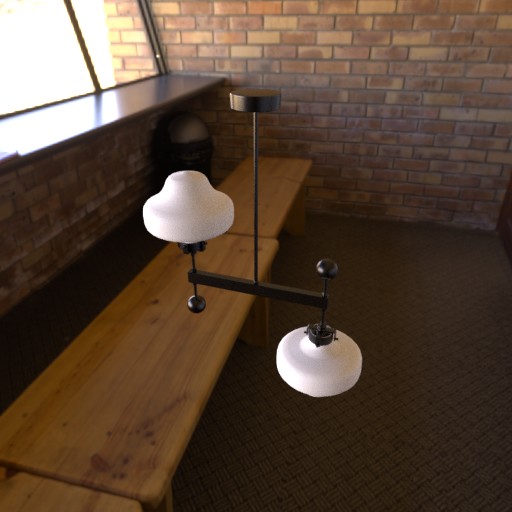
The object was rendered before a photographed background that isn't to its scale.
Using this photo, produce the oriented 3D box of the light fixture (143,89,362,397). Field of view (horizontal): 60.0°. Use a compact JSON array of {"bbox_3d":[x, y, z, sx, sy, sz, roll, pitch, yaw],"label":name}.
[{"bbox_3d":[0.000,0.000,1.063,0.489,0.743,0.422,-8,29,-15],"label":"light fixture"}]
